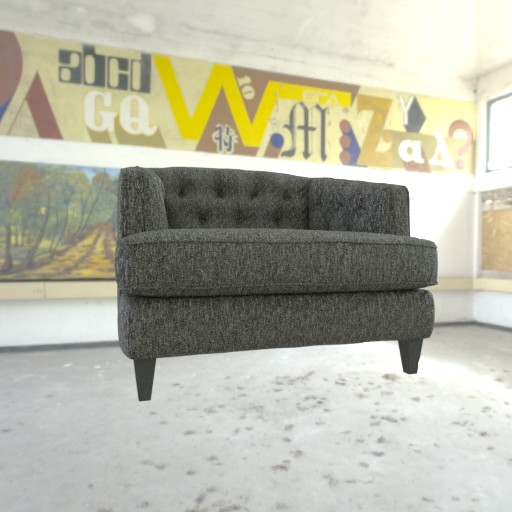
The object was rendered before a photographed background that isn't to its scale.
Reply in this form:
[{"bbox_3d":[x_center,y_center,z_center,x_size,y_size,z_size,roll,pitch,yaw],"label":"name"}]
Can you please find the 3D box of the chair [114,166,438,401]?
[{"bbox_3d":[0.000,0.000,1.803,1.104,0.852,0.941,0,0,-18],"label":"chair"}]
